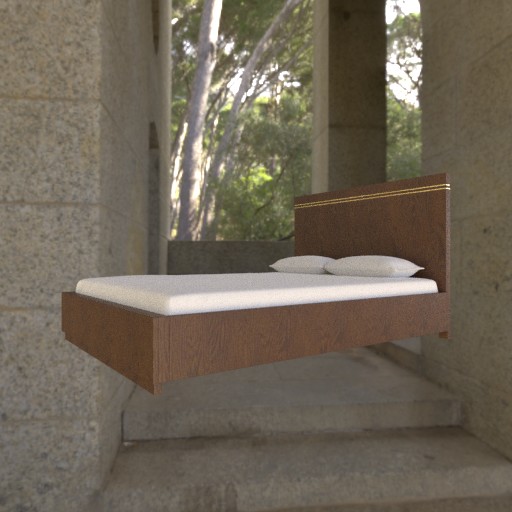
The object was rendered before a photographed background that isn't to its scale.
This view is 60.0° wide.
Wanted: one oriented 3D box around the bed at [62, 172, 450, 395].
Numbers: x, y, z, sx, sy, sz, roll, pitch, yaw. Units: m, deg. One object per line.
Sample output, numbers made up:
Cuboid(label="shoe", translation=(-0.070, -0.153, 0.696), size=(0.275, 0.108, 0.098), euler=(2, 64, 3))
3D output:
Cuboid(label="bed", translation=(0.000, 0.000, 3.130), size=(2.221, 1.169, 1.613), euler=(0, 0, -36))
